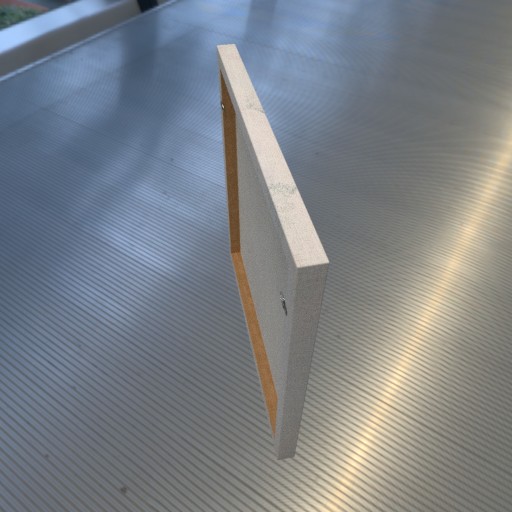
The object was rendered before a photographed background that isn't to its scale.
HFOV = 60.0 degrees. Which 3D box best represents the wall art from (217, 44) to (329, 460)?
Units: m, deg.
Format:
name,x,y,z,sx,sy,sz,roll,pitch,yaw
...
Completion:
name,x,y,z,sx,sy,sz,roll,pitch,yaw
wall art,0.000,0.000,0.914,0.040,0.612,0.612,-9,48,-8
